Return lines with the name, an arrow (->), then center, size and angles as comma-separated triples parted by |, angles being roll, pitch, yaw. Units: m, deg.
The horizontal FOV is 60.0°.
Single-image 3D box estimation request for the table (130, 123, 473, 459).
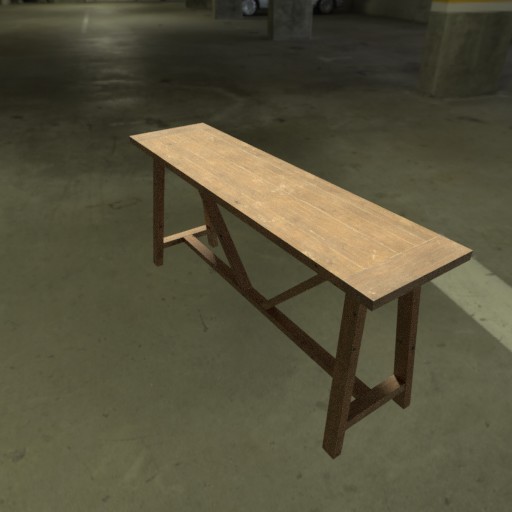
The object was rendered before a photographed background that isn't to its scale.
table -> 0.000, 0.000, 2.166 | 0.465, 0.810, 1.800 | -20, 38, -29
